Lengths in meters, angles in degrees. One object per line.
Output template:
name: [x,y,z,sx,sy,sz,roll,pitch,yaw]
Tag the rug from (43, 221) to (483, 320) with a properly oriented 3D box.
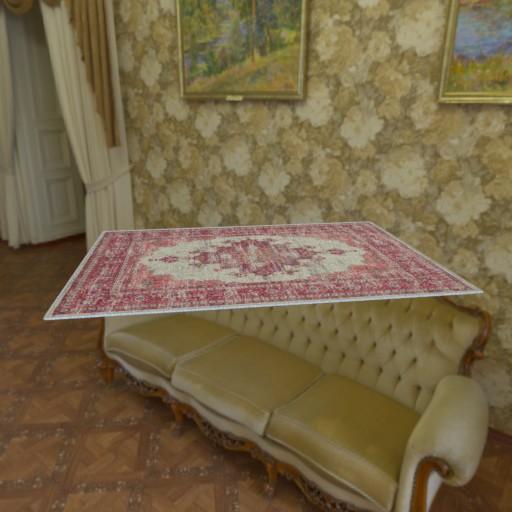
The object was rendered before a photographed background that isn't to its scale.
rug: [0.000,0.000,3.788,2.878,0.014,2.005,-3,19,-8]
